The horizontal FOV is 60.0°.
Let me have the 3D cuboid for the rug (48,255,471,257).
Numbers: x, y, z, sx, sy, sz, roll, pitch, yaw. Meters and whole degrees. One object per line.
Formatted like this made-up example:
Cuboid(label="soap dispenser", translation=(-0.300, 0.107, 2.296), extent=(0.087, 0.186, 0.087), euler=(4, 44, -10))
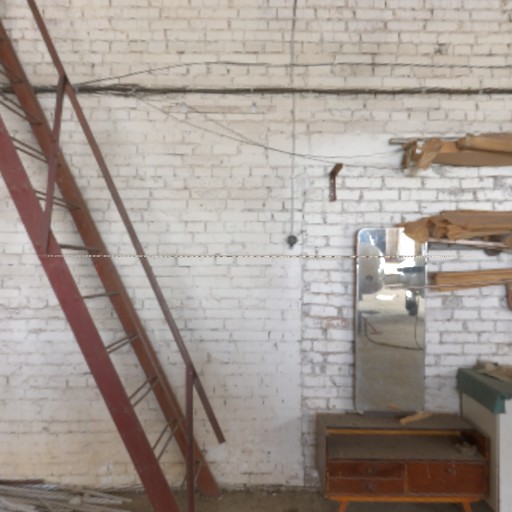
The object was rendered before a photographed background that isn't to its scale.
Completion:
Cuboid(label="rug", translation=(0.000, 0.000, 2.199), extent=(1.750, 0.004, 1.177), euler=(0, 0, 35))
